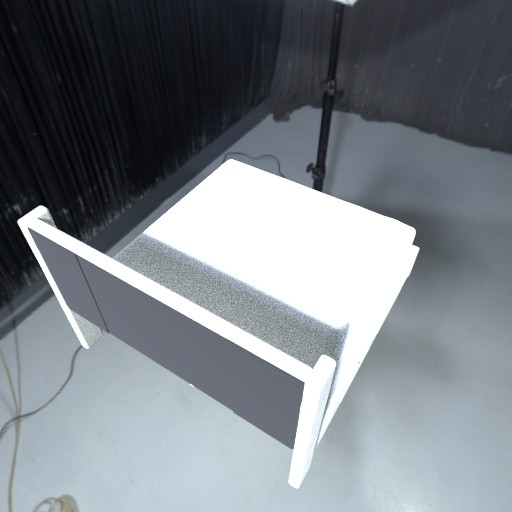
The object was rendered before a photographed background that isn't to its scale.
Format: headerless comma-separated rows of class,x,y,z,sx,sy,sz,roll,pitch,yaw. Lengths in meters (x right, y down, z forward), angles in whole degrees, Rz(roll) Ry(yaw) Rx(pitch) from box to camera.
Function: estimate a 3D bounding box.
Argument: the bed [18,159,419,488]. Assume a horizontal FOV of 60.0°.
bed,0.000,0.000,3.586,2.140,1.470,2.280,25,51,22
